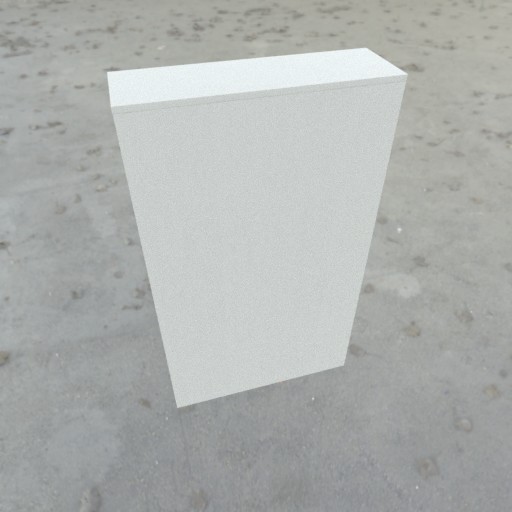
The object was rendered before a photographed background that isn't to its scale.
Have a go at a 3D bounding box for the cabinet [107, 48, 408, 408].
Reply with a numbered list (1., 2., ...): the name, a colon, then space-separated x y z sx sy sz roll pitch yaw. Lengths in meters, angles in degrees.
1. cabinet: 0.000 0.000 1.583 0.750 1.280 0.250 -11 42 -12
